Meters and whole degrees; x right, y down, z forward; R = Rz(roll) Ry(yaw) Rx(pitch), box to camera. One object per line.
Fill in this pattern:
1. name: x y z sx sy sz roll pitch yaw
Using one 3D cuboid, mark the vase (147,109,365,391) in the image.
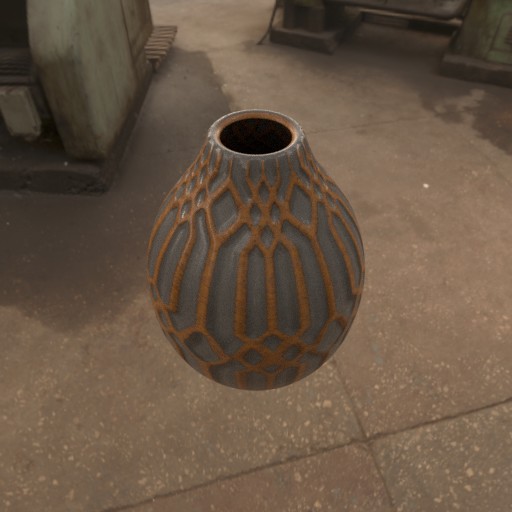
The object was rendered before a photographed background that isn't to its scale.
1. vase: 0.000 0.000 0.140 0.069 0.088 0.069 0 46 0
